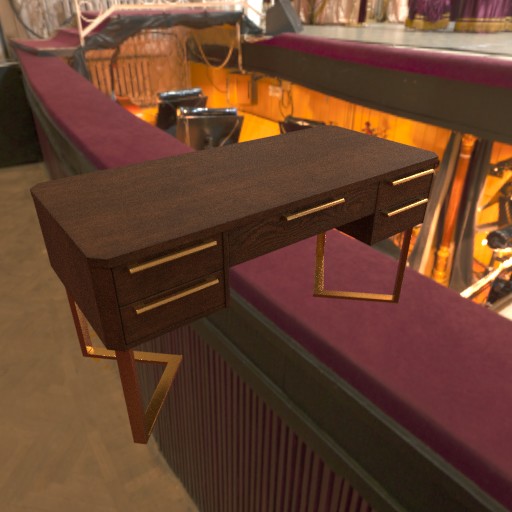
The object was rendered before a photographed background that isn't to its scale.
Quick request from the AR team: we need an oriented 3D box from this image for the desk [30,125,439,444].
[{"bbox_3d":[0.000,0.000,1.878,1.479,0.762,0.684,-20,36,-31],"label":"desk"}]
